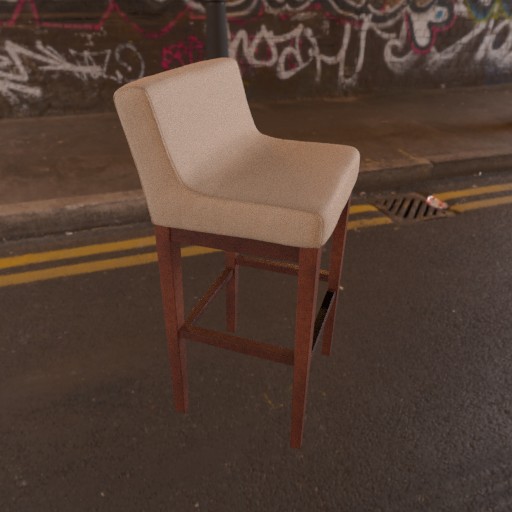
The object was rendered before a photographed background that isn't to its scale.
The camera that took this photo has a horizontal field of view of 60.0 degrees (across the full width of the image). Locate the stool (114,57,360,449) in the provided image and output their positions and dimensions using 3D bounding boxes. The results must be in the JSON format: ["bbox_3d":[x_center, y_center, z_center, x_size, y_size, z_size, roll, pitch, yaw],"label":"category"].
[{"bbox_3d":[0.000,0.000,1.335,0.500,1.037,0.511,11,32,17],"label":"stool"}]
